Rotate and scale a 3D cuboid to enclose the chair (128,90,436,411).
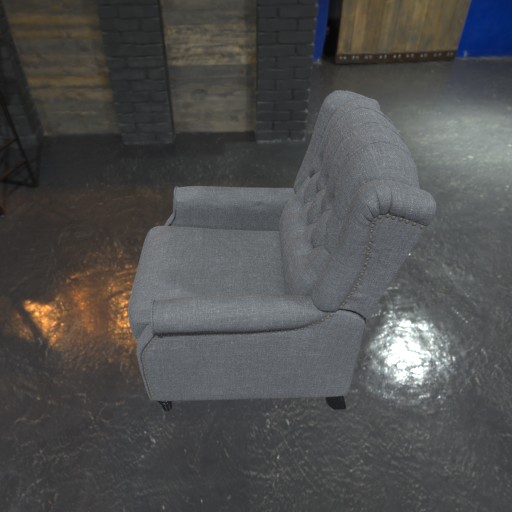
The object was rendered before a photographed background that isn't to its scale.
[{"bbox_3d":[0.000,0.000,1.626,0.898,1.035,0.742,-1,42,-1],"label":"chair"}]
